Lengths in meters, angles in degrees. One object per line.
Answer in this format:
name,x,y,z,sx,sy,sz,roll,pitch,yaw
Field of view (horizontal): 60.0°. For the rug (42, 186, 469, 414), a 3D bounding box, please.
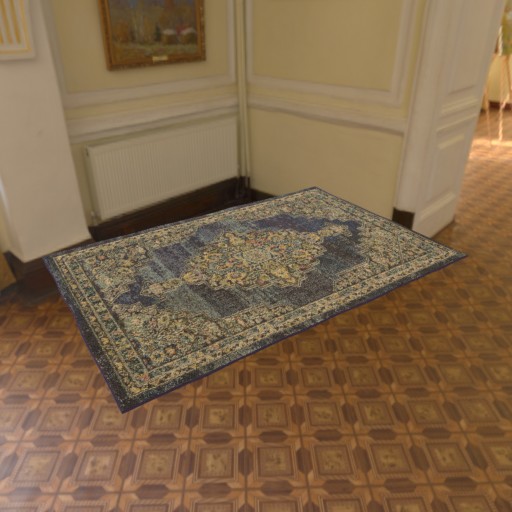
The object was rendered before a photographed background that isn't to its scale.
rug,0.000,0.000,2.211,1.781,0.012,1.184,-18,34,-29
